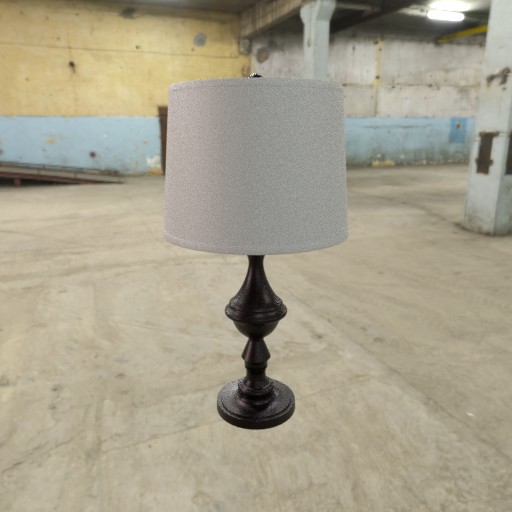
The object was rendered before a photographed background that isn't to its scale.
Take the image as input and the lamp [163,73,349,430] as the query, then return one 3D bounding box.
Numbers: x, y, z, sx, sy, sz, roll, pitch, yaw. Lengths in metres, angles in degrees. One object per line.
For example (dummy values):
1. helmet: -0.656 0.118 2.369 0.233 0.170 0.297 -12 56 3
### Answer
1. lamp: 0.000 0.000 0.947 0.383 0.726 0.383 0 15 0
